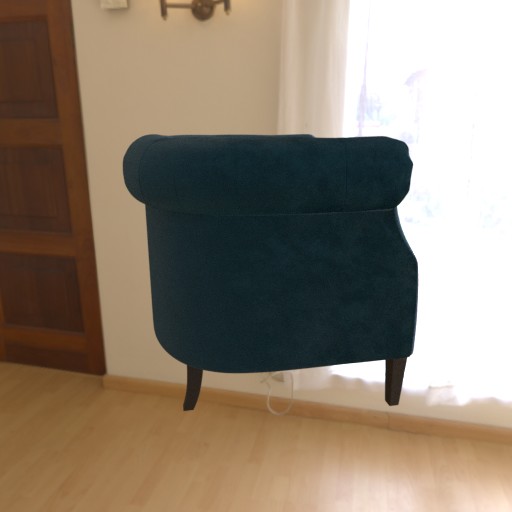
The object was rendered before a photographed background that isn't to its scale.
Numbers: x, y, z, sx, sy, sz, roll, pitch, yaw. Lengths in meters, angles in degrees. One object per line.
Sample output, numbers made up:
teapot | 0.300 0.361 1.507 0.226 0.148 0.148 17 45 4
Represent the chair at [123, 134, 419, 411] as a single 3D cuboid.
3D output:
chair | 0.000 0.000 1.558 0.851 0.826 0.904 -3 16 -11
